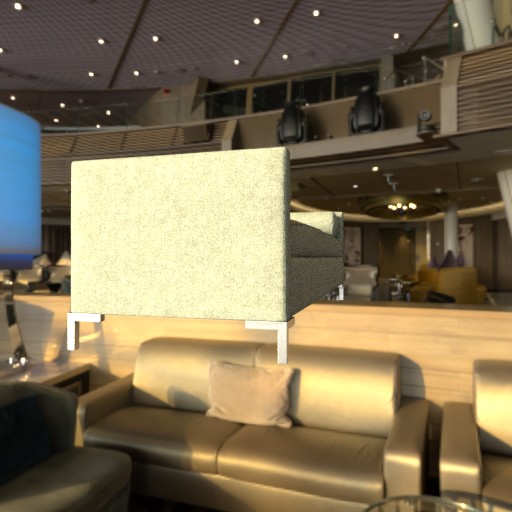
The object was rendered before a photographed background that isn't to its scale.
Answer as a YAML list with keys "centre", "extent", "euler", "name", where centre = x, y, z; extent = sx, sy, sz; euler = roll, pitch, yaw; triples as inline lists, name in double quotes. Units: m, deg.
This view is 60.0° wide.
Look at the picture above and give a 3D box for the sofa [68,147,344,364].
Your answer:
- centre: [0.000, 0.000, 2.431]
  extent: [0.797, 0.657, 2.102]
  euler: [0, 0, 16]
  name: "sofa"
